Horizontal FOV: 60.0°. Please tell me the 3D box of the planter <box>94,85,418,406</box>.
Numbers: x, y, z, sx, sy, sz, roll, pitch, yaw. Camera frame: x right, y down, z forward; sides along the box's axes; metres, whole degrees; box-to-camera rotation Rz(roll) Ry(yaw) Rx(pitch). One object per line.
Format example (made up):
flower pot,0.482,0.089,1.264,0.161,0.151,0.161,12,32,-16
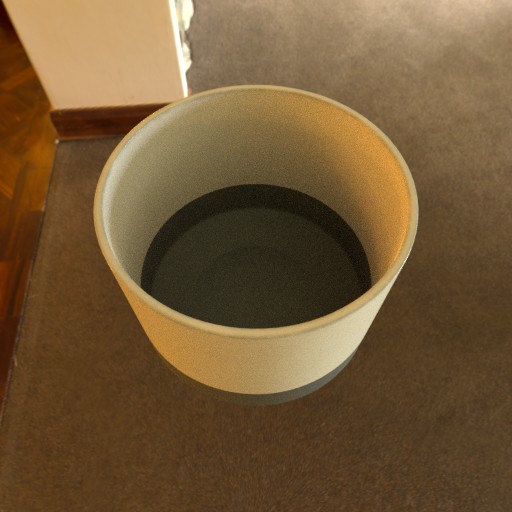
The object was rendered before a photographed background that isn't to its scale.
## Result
planter,0.000,0.000,0.222,0.128,0.105,0.128,0,58,0
